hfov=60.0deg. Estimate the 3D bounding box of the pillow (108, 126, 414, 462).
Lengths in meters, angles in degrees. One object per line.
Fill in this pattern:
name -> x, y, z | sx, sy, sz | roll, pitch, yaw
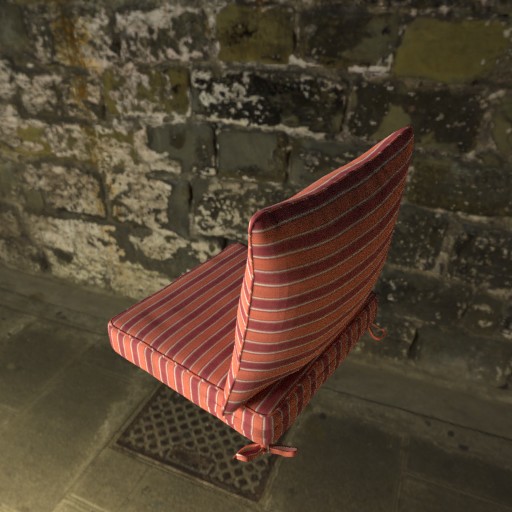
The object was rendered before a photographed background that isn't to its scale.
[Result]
pillow -> 0.000, 0.000, 1.361 | 0.733, 0.723, 0.799 | 21, 37, 31
